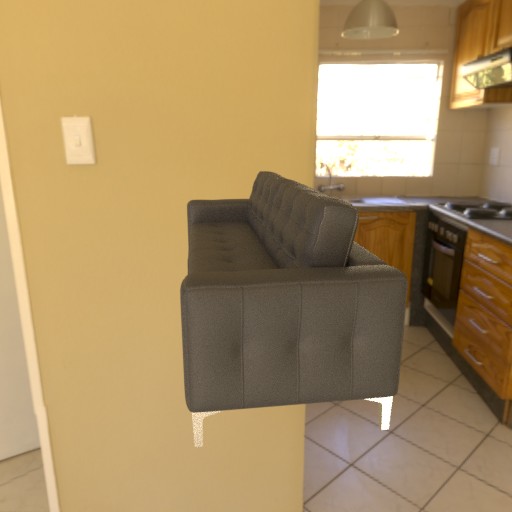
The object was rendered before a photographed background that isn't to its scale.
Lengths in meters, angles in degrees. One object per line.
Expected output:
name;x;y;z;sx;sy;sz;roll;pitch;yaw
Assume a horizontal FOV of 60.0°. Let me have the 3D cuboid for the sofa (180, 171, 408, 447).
sofa;0.000;0.000;2.662;0.833;0.893;2.275;-2;15;-8
